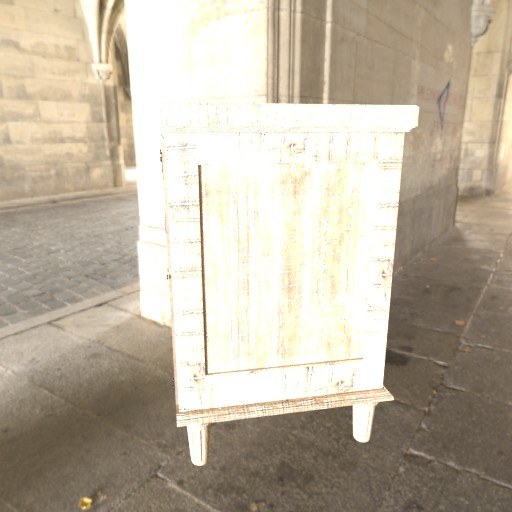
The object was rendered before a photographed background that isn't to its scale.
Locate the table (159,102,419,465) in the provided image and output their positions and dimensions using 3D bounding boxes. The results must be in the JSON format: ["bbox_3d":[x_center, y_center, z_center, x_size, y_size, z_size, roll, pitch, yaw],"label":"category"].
[{"bbox_3d":[0.000,0.000,1.153,0.457,0.711,0.686,-3,16,-11],"label":"table"}]
